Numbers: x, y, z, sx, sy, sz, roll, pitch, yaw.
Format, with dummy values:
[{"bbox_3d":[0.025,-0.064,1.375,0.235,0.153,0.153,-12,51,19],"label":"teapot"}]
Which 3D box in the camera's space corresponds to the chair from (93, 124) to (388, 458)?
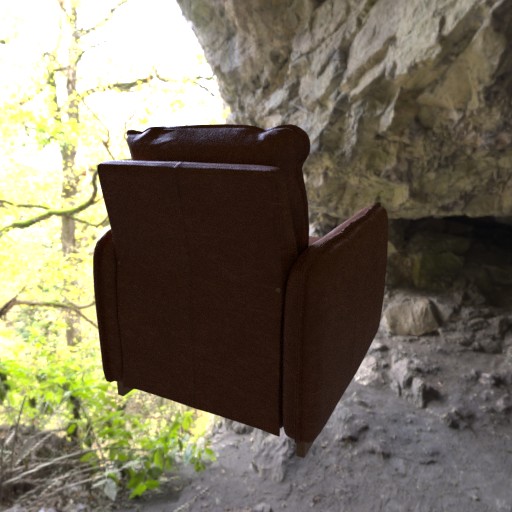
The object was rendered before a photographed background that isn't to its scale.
[{"bbox_3d":[0.000,0.000,1.635,0.830,0.922,0.922,8,17,26],"label":"chair"}]
